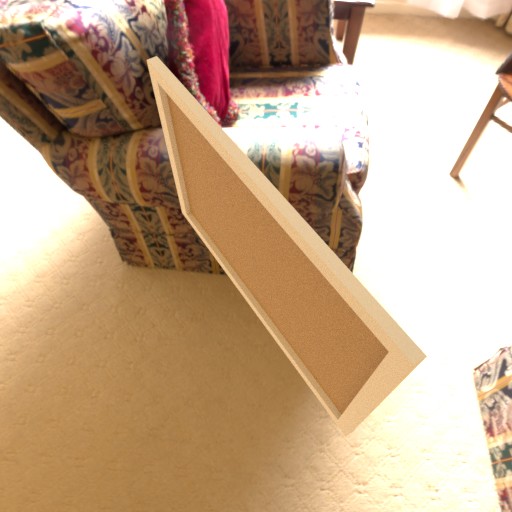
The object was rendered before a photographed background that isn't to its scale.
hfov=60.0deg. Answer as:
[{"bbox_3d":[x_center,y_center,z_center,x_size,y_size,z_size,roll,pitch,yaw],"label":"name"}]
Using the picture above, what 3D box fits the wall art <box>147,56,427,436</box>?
[{"bbox_3d":[0.000,0.000,1.432,0.038,0.767,1.144,-30,63,-17],"label":"wall art"}]
